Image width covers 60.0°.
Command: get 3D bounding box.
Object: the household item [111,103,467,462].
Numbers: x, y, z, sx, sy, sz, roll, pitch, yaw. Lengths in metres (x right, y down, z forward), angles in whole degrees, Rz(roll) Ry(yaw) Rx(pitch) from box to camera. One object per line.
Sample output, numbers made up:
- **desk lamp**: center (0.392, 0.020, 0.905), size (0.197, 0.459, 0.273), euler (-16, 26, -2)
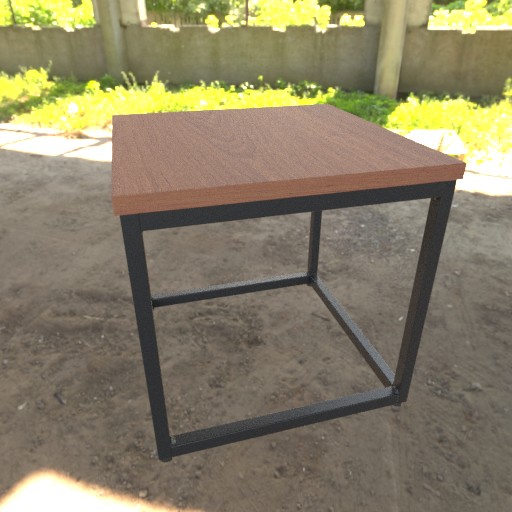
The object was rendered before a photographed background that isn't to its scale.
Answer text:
- **household item**: center (0.000, 0.000, 0.736), size (0.400, 0.400, 0.400), euler (-8, 30, -14)
